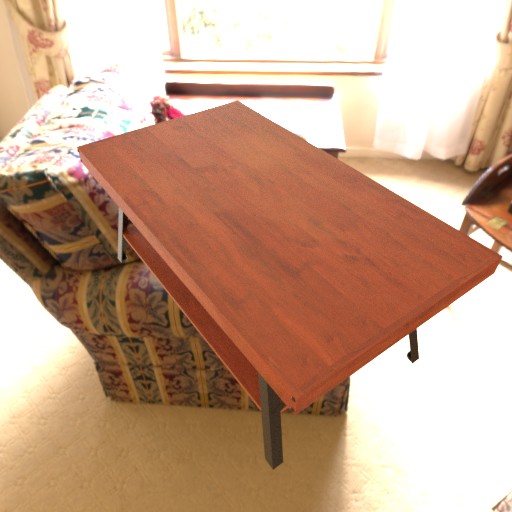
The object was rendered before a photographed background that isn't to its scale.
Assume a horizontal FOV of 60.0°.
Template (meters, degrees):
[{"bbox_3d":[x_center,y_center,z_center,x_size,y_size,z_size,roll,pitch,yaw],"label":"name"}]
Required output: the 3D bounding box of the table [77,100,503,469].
[{"bbox_3d":[0.000,0.000,1.343,0.610,0.457,1.067,-26,48,-26],"label":"table"}]
